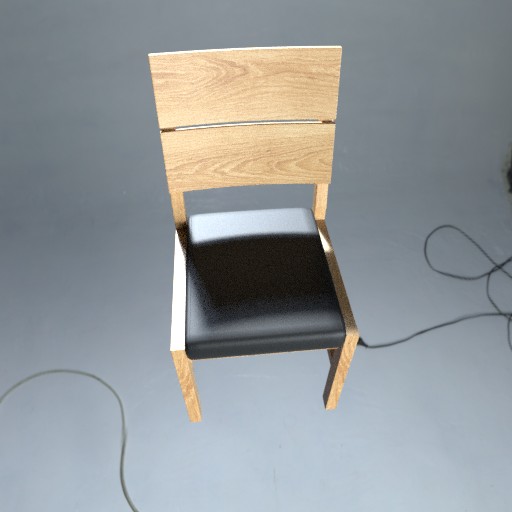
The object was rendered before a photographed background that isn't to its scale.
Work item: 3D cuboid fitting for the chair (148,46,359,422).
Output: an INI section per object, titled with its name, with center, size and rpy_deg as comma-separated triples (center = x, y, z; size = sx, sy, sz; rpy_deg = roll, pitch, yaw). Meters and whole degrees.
[chair]
center = 0.000, 0.000, 1.272
size = 0.475, 0.950, 0.569
rpy_deg = -4, 48, -4
